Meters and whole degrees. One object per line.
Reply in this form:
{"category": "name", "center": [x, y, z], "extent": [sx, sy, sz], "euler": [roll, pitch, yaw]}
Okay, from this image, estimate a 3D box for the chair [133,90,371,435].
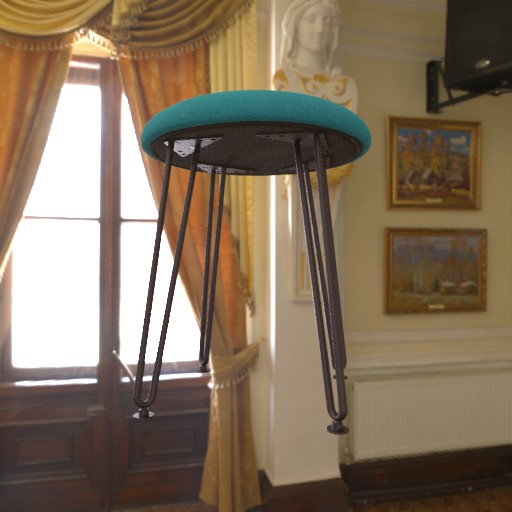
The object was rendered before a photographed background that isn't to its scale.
{"category": "chair", "center": [0.000, 0.000, 0.692], "extent": [0.350, 0.430, 0.350], "euler": [0, -1, -1]}
